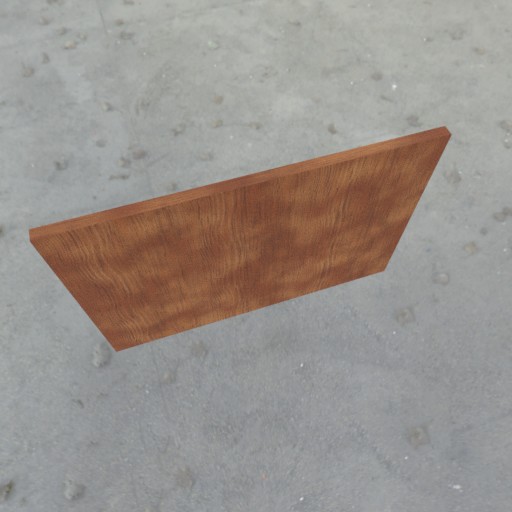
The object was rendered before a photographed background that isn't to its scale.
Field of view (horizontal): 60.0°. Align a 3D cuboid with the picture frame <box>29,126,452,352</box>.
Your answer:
[{"bbox_3d":[0.000,0.000,1.231,0.950,0.640,0.029,-16,60,-9],"label":"picture frame"}]
